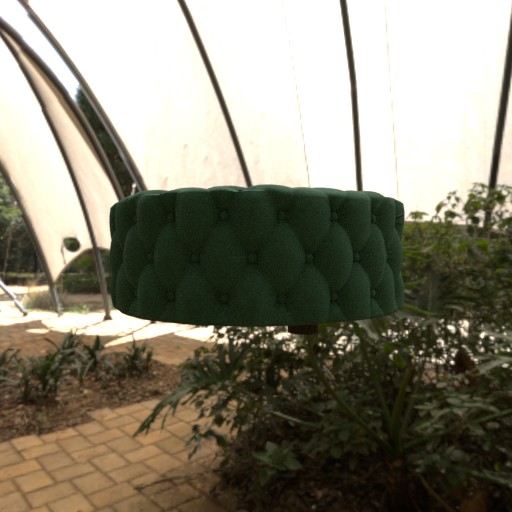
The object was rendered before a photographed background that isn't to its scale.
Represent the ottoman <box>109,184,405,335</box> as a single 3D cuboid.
[{"bbox_3d":[0.000,0.000,1.572,0.998,0.399,0.998,0,1,0],"label":"ottoman"}]
